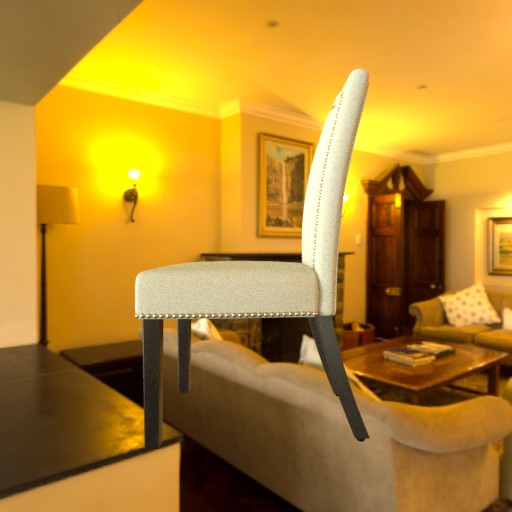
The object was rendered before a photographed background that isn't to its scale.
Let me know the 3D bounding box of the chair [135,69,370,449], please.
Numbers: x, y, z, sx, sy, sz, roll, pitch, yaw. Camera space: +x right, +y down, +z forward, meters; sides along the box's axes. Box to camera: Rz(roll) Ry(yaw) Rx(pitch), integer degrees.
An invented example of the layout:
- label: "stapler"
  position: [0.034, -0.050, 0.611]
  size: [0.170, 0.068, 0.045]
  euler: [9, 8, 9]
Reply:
- label: "chair"
  position: [0.000, 0.000, 1.314]
  size: [0.589, 0.946, 0.518]
  euler: [0, 1, 1]
